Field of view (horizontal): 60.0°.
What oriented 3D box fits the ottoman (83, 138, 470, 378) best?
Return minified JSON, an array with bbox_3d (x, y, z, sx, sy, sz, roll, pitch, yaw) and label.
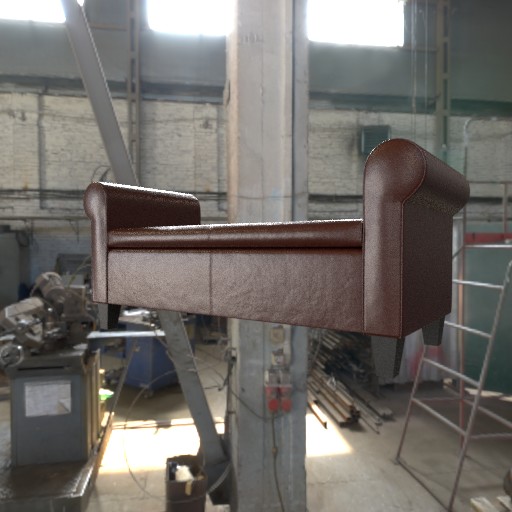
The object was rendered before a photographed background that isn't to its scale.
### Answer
[{"bbox_3d":[0.000,0.000,1.522,1.256,0.547,0.521,1,1,36],"label":"ottoman"}]
